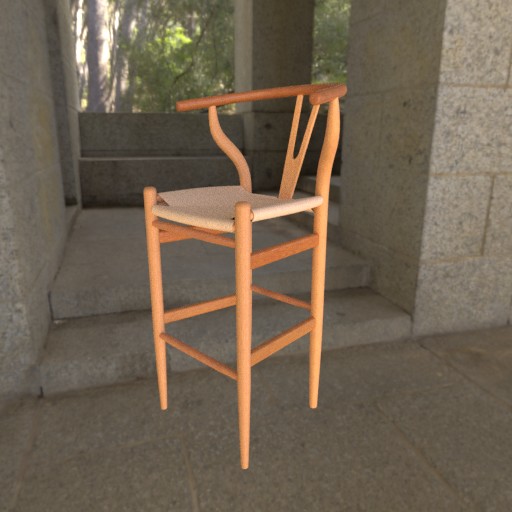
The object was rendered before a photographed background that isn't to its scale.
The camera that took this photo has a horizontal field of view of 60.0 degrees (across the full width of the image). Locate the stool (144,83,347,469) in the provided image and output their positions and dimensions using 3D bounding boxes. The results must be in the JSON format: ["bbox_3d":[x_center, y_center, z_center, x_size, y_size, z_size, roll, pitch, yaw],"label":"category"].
[{"bbox_3d":[0.000,0.000,1.423,0.574,1.068,0.561,15,22,42],"label":"stool"}]
